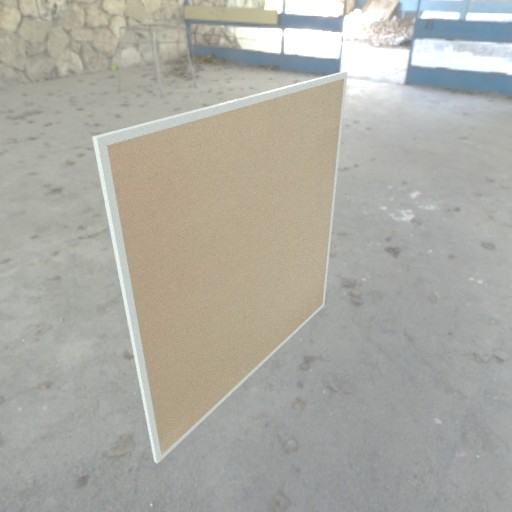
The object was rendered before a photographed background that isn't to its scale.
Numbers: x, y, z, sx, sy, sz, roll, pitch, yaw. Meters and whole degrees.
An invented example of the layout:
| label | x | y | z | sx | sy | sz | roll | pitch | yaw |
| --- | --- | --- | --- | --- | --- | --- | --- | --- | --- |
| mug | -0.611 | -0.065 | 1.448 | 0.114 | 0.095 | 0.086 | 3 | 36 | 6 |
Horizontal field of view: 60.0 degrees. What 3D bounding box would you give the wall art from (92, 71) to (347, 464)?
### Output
| label | x | y | z | sx | sy | sz | roll | pitch | yaw |
| --- | --- | --- | --- | --- | --- | --- | --- | --- | --- |
| wall art | 0.000 | 0.000 | 1.164 | 0.012 | 0.809 | 0.809 | 22 | 37 | 32 |
